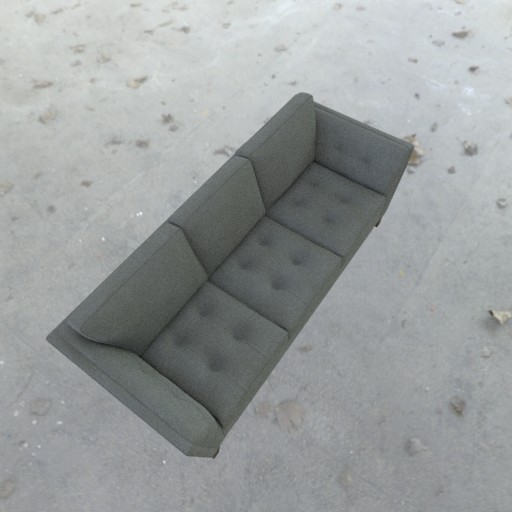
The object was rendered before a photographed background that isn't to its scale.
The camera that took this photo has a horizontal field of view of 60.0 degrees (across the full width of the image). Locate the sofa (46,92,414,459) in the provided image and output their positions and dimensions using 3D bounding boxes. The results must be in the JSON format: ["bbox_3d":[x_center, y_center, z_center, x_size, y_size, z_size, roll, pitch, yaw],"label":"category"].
[{"bbox_3d":[0.000,0.000,2.892,0.965,0.940,2.387,31,63,18],"label":"sofa"}]
